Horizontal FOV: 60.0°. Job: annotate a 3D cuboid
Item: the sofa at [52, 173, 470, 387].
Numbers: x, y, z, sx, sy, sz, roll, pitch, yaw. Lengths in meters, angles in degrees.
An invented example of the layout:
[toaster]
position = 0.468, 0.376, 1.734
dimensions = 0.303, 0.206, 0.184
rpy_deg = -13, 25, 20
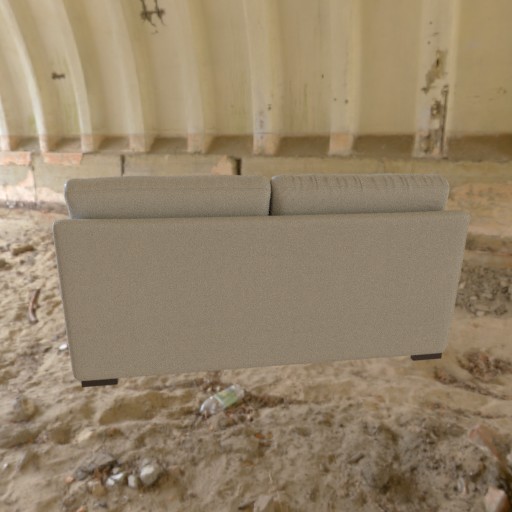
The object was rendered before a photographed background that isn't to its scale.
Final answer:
[sofa]
position = 0.000, 0.000, 2.479
dimensions = 1.880, 0.940, 1.143
rpy_deg = -2, 14, -9
